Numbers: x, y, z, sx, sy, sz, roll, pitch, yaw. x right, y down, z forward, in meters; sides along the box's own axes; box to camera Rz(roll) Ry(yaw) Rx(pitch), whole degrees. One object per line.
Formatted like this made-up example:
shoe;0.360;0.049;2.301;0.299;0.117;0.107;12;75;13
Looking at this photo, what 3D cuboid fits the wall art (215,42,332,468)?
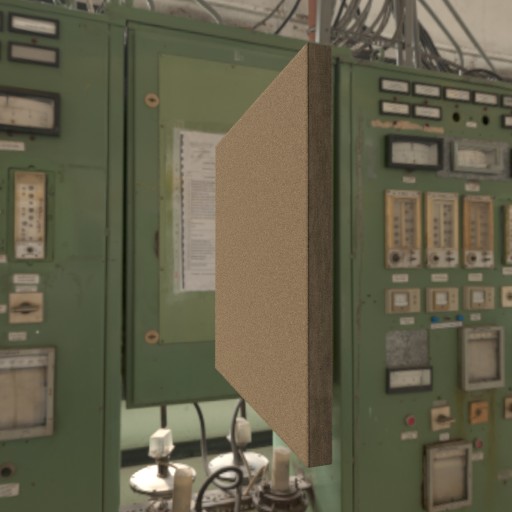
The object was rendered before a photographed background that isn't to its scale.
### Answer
wall art;0.000;0.000;1.144;0.050;0.751;0.749;0;-1;-18
